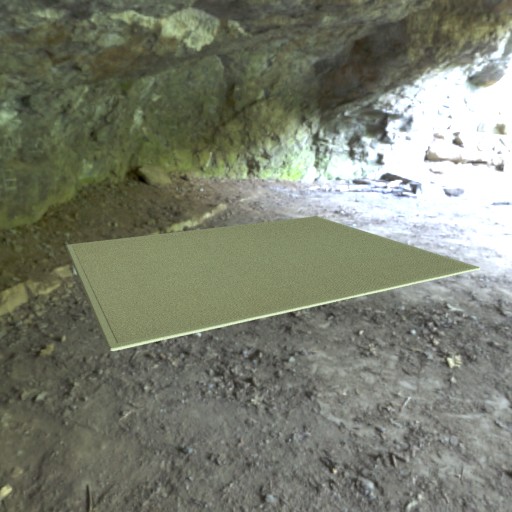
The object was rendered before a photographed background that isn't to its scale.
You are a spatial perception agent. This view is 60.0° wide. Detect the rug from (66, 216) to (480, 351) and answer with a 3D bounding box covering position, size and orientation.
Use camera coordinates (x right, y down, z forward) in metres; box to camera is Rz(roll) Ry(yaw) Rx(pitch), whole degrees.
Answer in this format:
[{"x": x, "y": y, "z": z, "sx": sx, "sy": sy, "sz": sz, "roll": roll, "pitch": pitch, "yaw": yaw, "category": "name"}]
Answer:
[{"x": 0.000, "y": 0.000, "z": 4.090, "sx": 3.051, "sy": 0.020, "sz": 2.407, "roll": -9, "pitch": 19, "yaw": -26, "category": "rug"}]
